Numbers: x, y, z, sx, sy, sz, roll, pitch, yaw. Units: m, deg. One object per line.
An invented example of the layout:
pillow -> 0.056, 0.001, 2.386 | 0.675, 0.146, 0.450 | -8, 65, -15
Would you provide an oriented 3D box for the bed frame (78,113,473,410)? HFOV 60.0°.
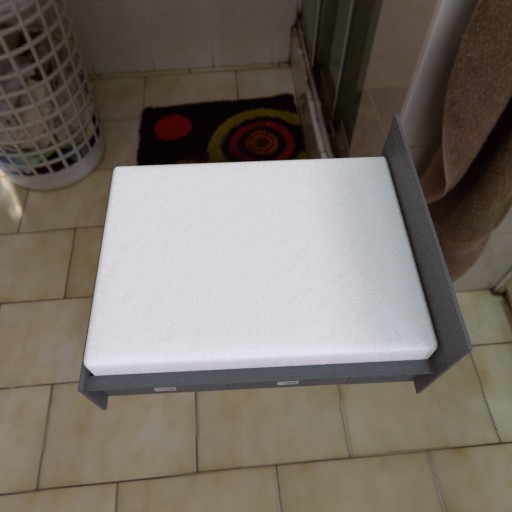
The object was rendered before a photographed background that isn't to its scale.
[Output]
bed frame -> 0.000, 0.000, 2.820 | 1.960, 0.800, 1.622 | -2, 58, -2
